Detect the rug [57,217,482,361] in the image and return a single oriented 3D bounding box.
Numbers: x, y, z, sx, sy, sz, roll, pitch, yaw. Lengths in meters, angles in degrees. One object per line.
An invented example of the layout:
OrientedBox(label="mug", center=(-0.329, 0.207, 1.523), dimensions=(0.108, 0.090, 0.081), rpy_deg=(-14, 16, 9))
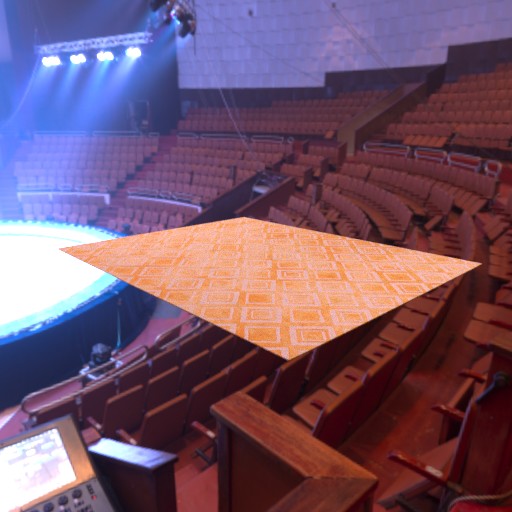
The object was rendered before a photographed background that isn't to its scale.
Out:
OrientedBox(label="rug", center=(0.000, 0.000, 4.025), dimensions=(2.433, 0.011, 3.037), rpy_deg=(-14, 21, -42))
